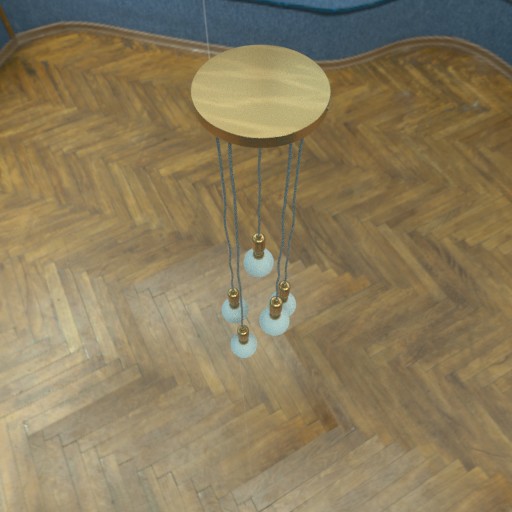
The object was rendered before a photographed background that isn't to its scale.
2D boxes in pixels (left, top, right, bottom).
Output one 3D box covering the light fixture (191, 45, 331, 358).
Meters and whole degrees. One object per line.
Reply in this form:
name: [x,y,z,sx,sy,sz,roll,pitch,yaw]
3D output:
light fixture: [0.000,0.000,0.502,0.105,0.457,0.108,16,60,9]
